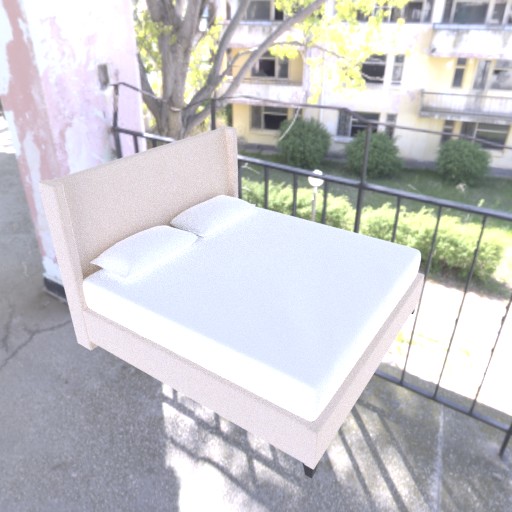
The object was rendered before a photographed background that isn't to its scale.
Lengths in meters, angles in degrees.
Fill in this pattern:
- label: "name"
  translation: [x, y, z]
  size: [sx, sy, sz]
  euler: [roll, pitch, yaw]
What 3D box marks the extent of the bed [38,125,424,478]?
- label: "bed"
  translation: [0.000, 0.000, 3.702]
  size: [2.293, 1.471, 2.145]
  euler: [18, 34, 30]
